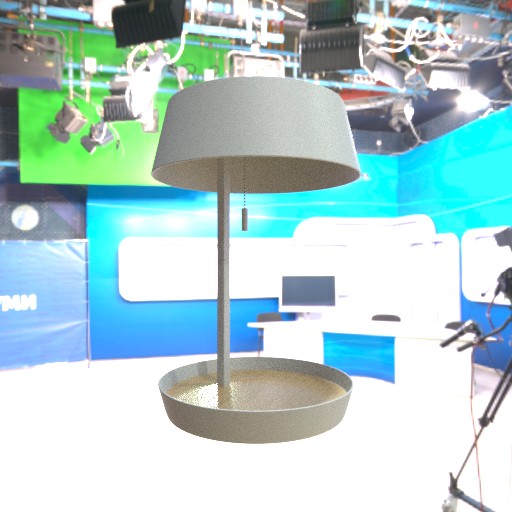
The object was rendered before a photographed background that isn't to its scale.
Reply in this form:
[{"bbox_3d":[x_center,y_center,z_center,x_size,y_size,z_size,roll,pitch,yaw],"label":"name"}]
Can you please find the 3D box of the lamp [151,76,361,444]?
[{"bbox_3d":[0.000,0.000,0.628,0.291,0.429,0.291,0,0,0],"label":"lamp"}]
